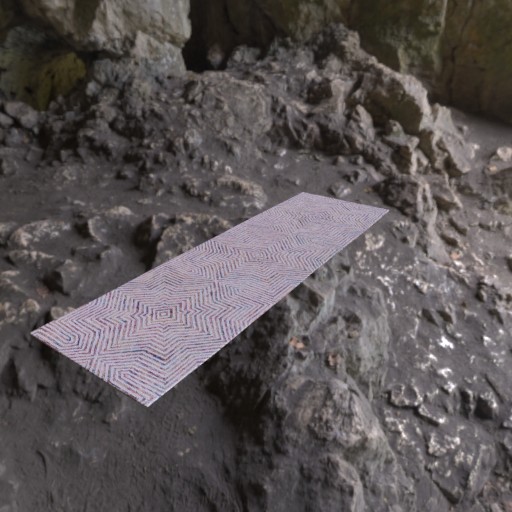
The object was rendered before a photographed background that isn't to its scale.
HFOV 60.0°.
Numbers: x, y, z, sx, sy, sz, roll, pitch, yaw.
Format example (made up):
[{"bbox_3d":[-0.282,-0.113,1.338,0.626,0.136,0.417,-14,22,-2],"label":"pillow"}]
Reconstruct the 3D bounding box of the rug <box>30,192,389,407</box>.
[{"bbox_3d":[0.000,0.000,2.679,0.771,0.009,2.443,18,31,31],"label":"rug"}]
